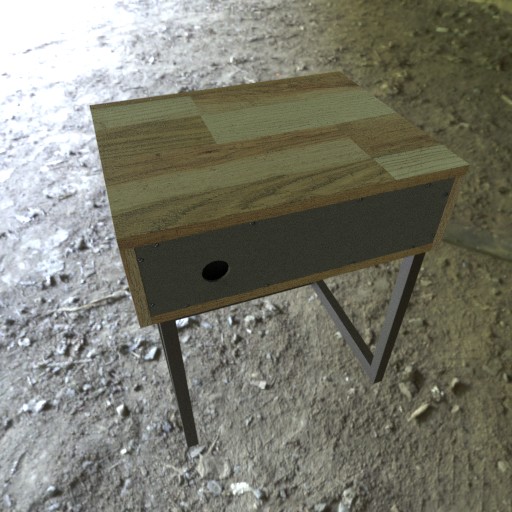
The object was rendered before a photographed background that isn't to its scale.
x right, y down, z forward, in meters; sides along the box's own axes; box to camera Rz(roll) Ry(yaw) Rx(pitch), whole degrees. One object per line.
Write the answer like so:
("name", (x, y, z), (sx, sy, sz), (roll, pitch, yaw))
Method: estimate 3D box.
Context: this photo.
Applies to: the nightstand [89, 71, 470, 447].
("nightstand", (0.000, 0.000, 1.018), (0.558, 0.632, 0.481), (-14, 44, -15))
